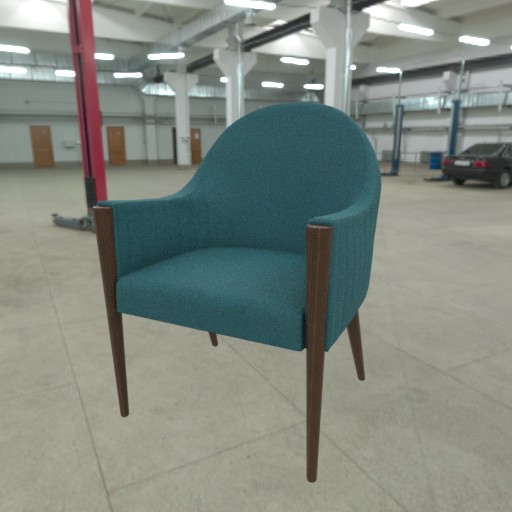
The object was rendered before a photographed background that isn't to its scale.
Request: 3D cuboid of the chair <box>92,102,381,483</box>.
[{"bbox_3d":[0.000,0.000,1.316,0.656,0.907,0.652,7,16,25],"label":"chair"}]
